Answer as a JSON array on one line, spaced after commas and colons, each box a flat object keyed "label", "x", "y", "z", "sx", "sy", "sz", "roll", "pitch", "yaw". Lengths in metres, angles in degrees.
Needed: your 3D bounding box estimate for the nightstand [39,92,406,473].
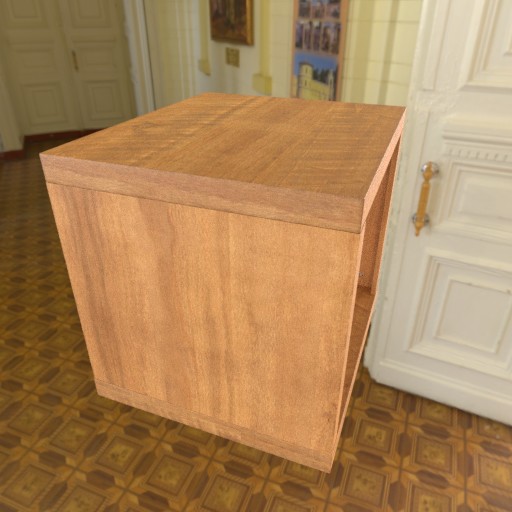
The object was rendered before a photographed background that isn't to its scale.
[{"label": "nightstand", "x": 0.000, "y": 0.000, "z": 0.845, "sx": 0.436, "sy": 0.491, "sz": 0.493, "roll": 11, "pitch": 32, "yaw": 18}]
